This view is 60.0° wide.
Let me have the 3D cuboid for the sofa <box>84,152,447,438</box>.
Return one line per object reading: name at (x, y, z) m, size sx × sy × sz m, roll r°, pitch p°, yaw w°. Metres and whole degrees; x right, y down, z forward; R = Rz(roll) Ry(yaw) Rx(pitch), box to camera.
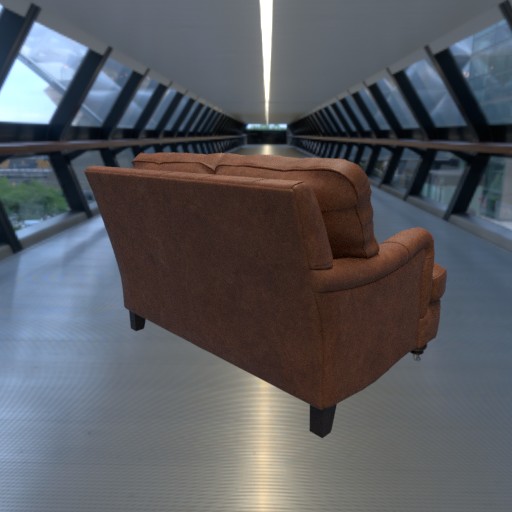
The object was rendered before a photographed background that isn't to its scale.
sofa at (0.000, 0.000, 2.209) m, size 1.077 × 1.004 × 1.527 m, roll -13°, pitch 19°, yaw -43°
